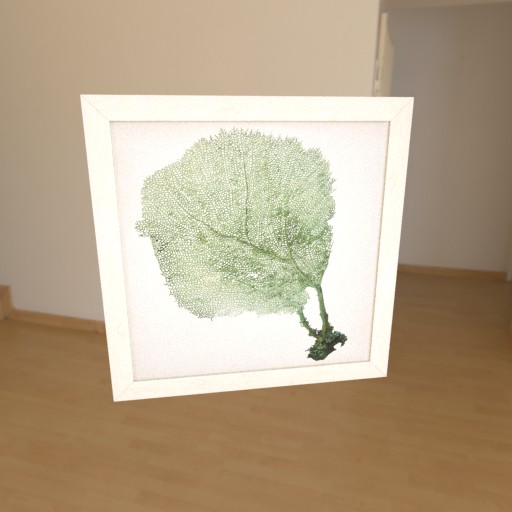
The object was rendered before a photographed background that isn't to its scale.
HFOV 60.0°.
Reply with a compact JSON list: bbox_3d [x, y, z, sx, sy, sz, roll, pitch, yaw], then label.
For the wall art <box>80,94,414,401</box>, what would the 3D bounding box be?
[{"bbox_3d":[0.000,0.000,0.863,0.584,0.584,0.013,-3,17,-9],"label":"wall art"}]
